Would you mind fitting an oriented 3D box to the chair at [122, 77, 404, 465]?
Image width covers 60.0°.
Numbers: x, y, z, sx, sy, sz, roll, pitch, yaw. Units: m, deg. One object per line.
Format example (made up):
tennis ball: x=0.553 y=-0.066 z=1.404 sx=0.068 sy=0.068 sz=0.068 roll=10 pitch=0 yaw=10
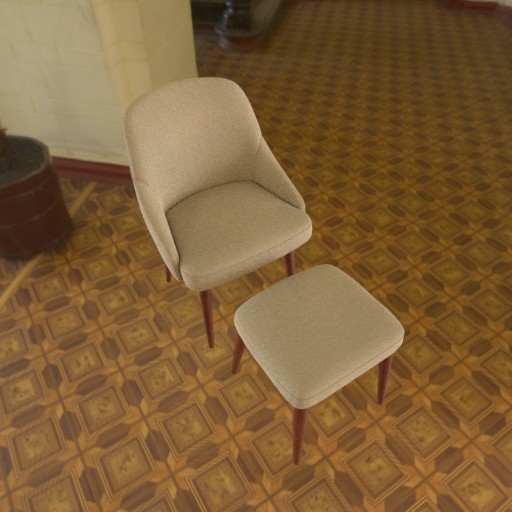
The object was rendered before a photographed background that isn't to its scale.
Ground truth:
chair: x=0.000 y=0.000 z=1.597 sx=0.584 sy=0.866 sz=1.114 roll=-25 pitch=51 yaw=-23
